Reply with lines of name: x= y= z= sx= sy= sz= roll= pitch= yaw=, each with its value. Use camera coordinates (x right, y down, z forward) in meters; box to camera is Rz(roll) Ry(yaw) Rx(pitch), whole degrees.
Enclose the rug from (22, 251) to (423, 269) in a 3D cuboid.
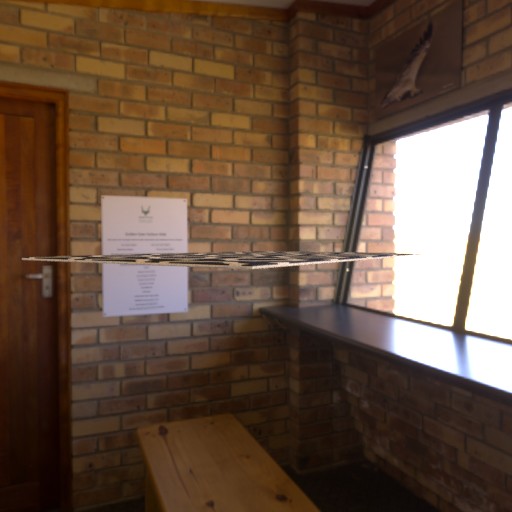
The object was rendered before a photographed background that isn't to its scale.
rug: x=0.000 y=0.000 z=2.932 sx=1.555 sy=0.016 sz=2.286 roll=1 pitch=2 yaw=35
